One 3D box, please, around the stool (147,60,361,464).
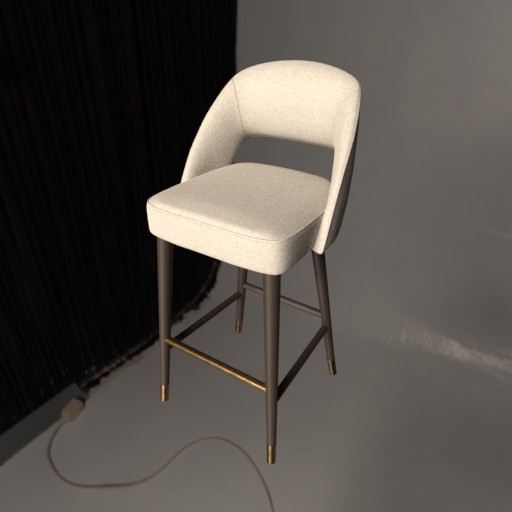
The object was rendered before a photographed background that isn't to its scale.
[{"bbox_3d":[0.000,0.000,1.331,0.494,1.037,0.509,18,35,29],"label":"stool"}]
